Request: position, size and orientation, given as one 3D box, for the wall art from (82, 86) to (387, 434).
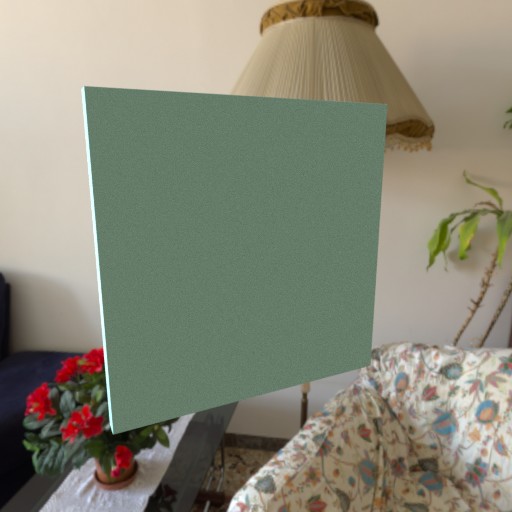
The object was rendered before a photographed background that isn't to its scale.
[{"bbox_3d":[0.000,0.000,0.890,0.603,0.603,0.036,-7,15,-26],"label":"wall art"}]
